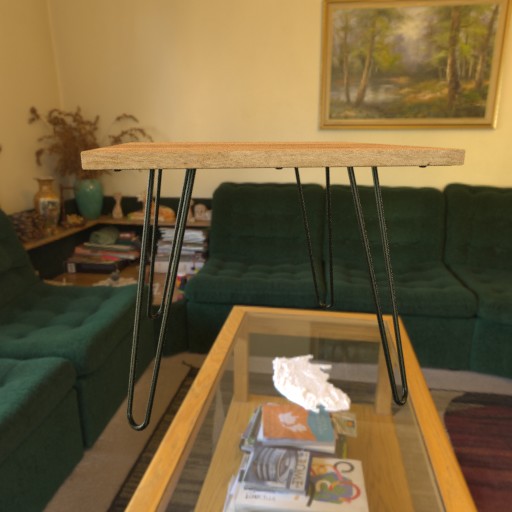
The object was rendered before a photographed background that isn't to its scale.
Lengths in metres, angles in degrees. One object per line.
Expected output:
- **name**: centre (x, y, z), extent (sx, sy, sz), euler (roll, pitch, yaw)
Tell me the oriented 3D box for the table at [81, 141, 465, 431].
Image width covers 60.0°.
- **table**: centre (0.000, 0.000, 1.028), extent (0.599, 0.500, 0.599), euler (-2, 16, -8)
